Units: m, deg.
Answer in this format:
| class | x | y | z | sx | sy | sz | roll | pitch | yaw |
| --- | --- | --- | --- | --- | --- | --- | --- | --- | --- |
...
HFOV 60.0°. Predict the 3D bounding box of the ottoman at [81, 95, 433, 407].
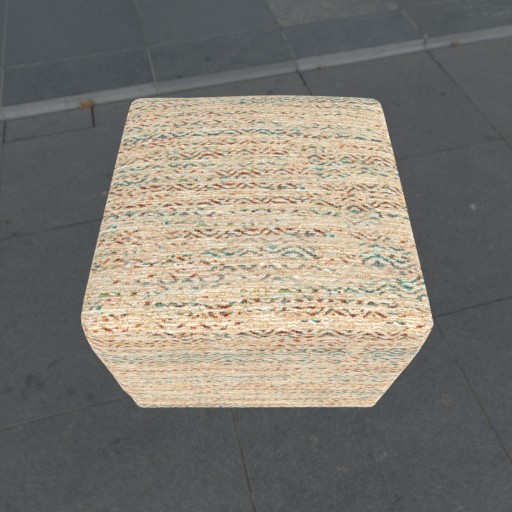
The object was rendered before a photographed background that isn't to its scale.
| class | x | y | z | sx | sy | sz | roll | pitch | yaw |
| --- | --- | --- | --- | --- | --- | --- | --- | --- | --- |
| ottoman | 0.000 | 0.000 | 0.913 | 0.512 | 0.453 | 0.521 | 0 | 57 | 0 |
